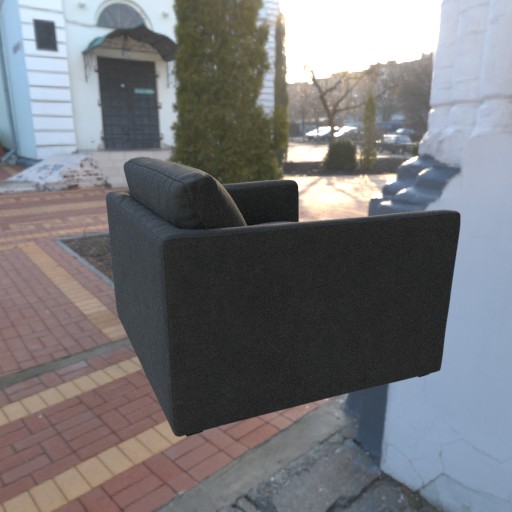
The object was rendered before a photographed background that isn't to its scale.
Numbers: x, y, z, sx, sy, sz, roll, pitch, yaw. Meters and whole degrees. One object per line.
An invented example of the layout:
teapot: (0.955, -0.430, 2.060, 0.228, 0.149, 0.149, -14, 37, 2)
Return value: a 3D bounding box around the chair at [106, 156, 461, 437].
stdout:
chair: (0.000, 0.000, 1.914, 1.091, 0.845, 1.190, -8, 18, -25)
